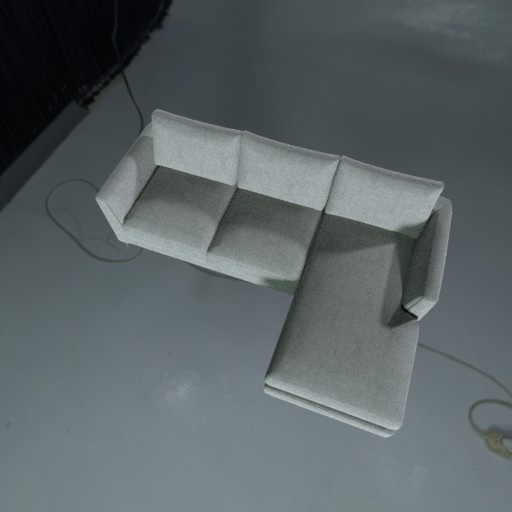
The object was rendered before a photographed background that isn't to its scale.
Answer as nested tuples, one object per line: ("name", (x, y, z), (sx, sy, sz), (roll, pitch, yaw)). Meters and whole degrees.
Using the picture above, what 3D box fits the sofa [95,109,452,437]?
("sofa", (0.000, 0.000, 3.142), (2.438, 0.864, 1.626), (17, 60, 10))
